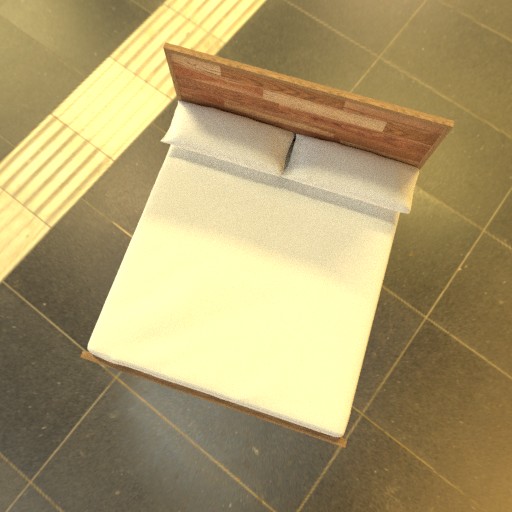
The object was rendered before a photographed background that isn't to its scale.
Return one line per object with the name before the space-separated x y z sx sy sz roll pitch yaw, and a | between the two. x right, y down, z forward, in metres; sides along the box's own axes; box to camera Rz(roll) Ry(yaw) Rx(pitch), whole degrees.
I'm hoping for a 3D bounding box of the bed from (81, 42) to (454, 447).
bed | 0.000 0.000 3.311 2.013 1.295 2.184 17 75 5
